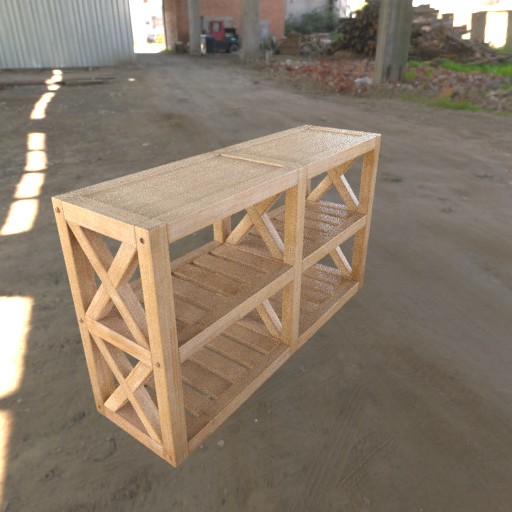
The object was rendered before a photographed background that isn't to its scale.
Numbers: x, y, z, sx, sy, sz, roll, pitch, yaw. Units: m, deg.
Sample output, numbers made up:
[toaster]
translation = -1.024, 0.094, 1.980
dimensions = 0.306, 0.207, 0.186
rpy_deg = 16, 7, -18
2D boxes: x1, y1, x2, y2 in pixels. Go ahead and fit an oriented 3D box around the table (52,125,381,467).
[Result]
[table]
translation = 0.000, 0.000, 1.708
dimensions = 0.381, 0.762, 1.320
rpy_deg = 18, 32, 32
